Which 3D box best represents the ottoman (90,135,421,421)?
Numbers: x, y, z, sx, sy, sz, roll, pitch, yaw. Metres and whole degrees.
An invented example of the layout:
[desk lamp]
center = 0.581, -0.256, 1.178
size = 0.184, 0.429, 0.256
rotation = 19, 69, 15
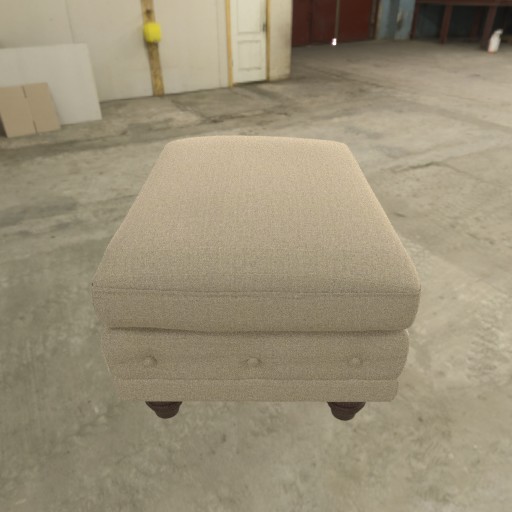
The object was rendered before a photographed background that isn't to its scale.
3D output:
[ottoman]
center = 0.000, 0.000, 1.045
size = 0.541, 0.463, 0.684
rotation = 0, 32, 1
